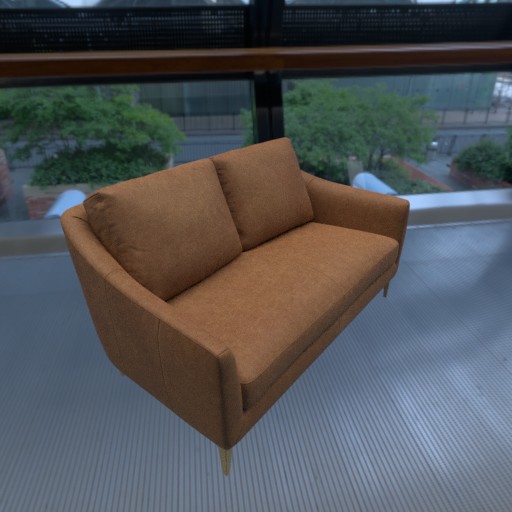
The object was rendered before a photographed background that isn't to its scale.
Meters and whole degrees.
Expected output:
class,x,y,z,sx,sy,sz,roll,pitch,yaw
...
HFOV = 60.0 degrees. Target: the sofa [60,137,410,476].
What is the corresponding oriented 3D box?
class,x,y,z,sx,sy,sz,roll,pitch,yaw
sofa,0.000,0.000,2.159,0.960,0.902,1.619,18,32,32
